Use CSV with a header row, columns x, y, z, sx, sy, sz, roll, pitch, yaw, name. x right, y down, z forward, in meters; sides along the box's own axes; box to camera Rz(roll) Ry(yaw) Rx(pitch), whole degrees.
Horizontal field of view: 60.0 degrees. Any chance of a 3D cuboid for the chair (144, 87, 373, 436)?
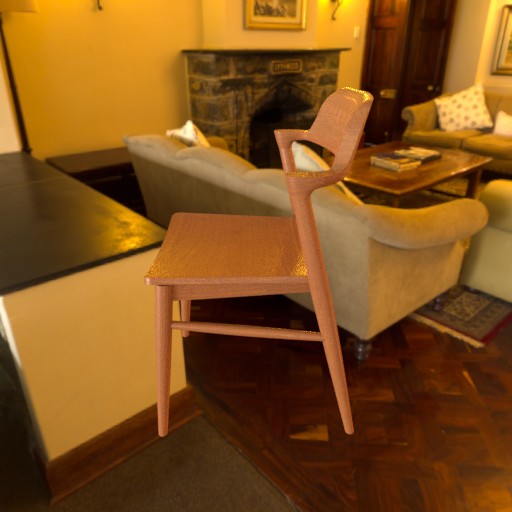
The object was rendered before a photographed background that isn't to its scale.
x,y,z,sx,sy,sz,roll,pitch,yaw,name
0.000,0.000,1.150,0.499,0.801,0.496,0,26,0,chair
